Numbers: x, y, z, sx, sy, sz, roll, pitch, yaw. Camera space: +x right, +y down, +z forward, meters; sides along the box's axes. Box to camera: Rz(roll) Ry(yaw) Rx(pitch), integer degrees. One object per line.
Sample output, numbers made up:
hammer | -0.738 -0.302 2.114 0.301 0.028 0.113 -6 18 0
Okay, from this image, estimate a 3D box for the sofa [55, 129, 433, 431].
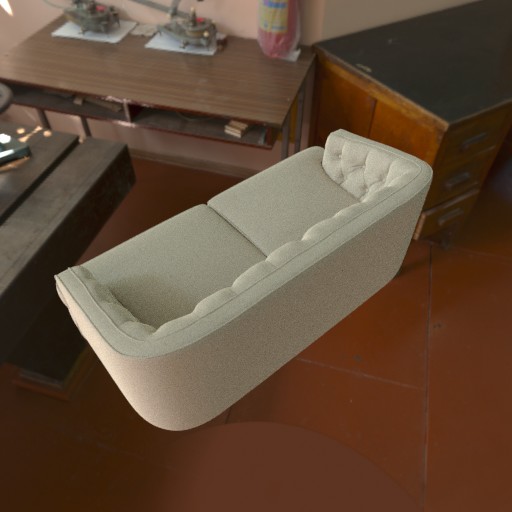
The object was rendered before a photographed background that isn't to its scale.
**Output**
sofa | 0.000 0.000 2.258 1.733 0.855 0.941 -32 55 -25
